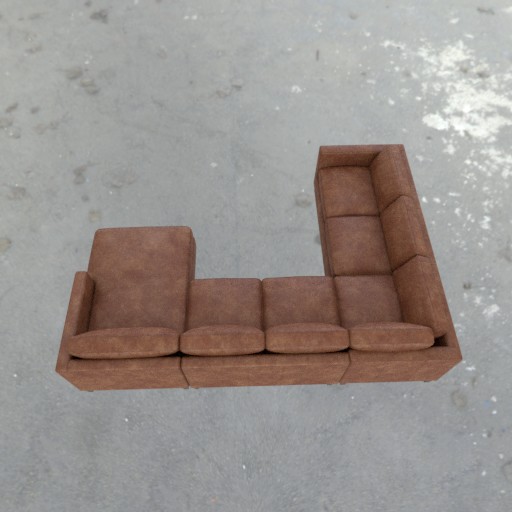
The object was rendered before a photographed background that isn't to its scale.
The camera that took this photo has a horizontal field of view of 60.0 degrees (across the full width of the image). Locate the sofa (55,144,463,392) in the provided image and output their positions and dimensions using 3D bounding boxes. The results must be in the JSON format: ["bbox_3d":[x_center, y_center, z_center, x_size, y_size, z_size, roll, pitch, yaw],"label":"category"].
[{"bbox_3d":[0.000,0.000,4.475,3.324,0.888,2.452,-1,59,-1],"label":"sofa"}]
